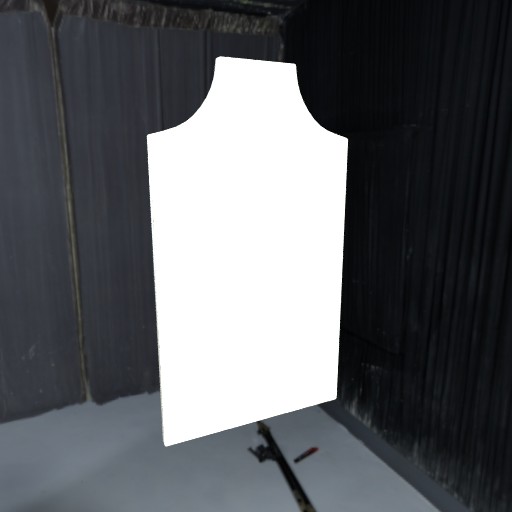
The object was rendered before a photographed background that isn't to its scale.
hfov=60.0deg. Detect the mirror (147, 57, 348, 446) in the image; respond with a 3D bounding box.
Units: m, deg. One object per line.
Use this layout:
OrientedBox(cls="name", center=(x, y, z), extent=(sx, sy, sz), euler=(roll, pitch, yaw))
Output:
OrientedBox(cls="mirror", center=(0.000, 0.000, 0.878), extent=(0.403, 0.717, 0.022), euler=(-6, 14, -25))
